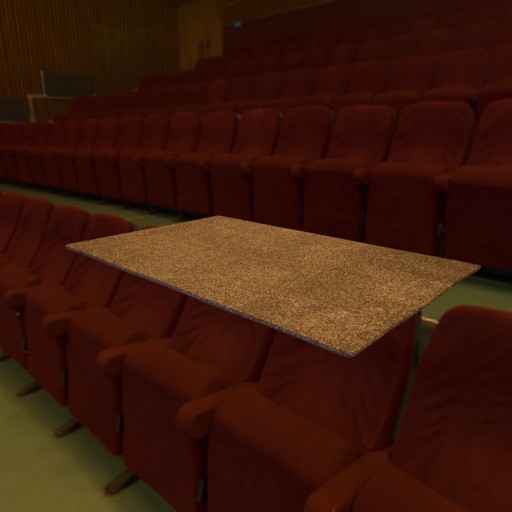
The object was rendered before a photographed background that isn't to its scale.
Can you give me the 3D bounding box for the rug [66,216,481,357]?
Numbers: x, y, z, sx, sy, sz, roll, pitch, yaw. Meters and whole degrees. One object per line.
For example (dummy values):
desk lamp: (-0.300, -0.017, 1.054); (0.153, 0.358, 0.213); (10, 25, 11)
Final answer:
rug: (0.000, 0.000, 2.938); (2.352, 0.025, 1.501); (14, 21, 41)
